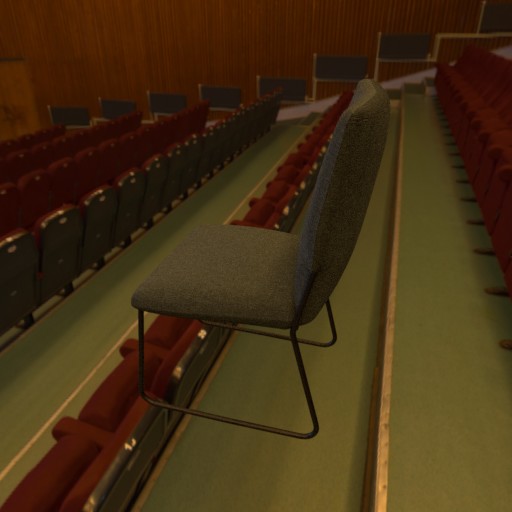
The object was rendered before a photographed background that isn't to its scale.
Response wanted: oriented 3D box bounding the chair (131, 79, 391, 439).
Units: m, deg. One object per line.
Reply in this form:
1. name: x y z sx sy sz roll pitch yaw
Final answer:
1. chair: 0.000 0.000 1.284 0.635 0.931 0.480 8 30 14
